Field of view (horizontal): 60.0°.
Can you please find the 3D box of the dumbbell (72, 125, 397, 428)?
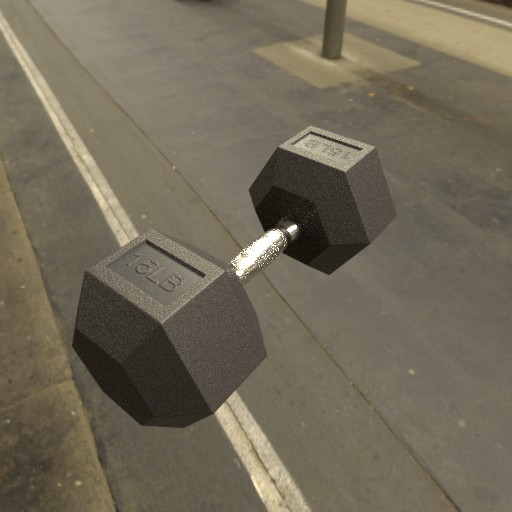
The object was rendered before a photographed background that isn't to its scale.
[{"bbox_3d":[0.000,0.000,0.334,0.122,0.106,0.271,28,49,27],"label":"dumbbell"}]
